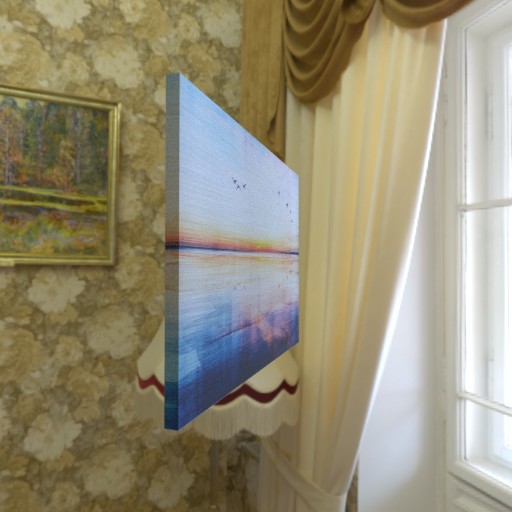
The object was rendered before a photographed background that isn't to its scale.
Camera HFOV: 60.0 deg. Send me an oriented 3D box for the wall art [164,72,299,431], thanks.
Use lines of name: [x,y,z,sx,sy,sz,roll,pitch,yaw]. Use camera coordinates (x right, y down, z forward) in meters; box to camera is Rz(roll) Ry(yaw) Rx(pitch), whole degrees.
wall art: [0.000,0.000,1.478,0.034,0.756,1.137,0,-1,18]
